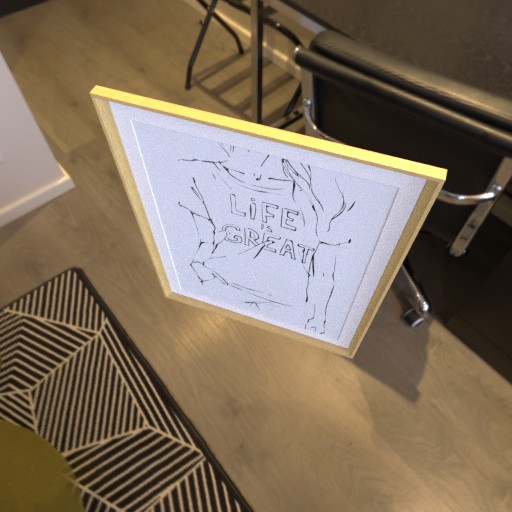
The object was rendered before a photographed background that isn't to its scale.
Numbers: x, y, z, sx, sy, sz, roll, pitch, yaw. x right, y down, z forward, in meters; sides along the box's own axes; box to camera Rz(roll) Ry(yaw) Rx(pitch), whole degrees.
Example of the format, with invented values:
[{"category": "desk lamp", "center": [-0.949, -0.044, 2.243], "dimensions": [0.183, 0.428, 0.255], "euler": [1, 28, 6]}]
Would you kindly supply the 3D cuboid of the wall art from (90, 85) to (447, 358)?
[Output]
[{"category": "wall art", "center": [0.000, 0.000, 1.369], "dimensions": [0.798, 1.002, 0.030], "euler": [17, 59, 10]}]
